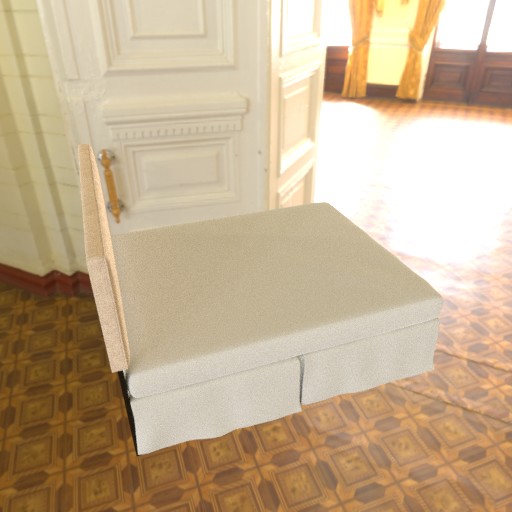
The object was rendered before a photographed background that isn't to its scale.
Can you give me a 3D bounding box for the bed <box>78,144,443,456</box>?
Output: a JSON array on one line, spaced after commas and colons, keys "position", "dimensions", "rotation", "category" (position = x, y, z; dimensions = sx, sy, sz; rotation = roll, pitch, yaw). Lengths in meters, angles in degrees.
[{"position": [0.000, 0.000, 2.963], "dimensions": [1.978, 1.270, 1.643], "rotation": [-11, 33, -17], "category": "bed"}]
